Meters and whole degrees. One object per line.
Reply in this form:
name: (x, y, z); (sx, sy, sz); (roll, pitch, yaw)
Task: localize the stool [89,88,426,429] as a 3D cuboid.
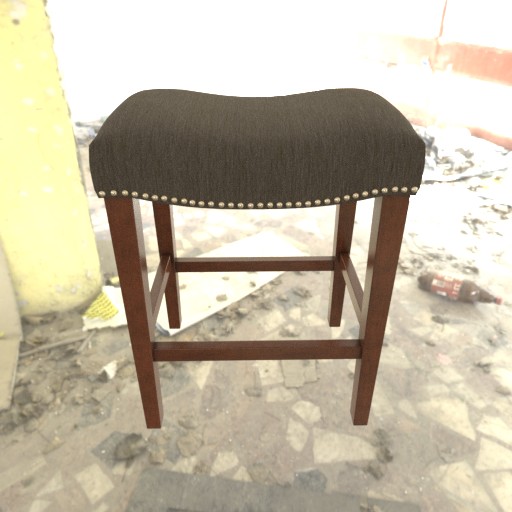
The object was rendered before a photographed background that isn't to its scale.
stool: (0.000, 0.000, 0.948); (0.504, 0.654, 0.372); (-1, 31, -1)
